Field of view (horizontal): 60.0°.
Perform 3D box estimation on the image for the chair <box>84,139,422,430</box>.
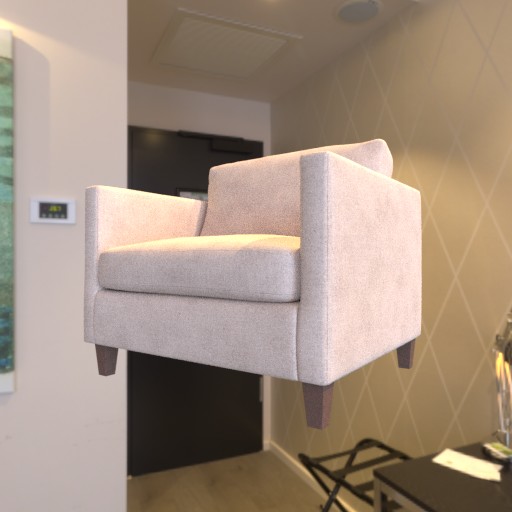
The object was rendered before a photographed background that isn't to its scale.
[{"bbox_3d":[0.000,0.000,1.862,1.133,0.961,0.959,0,0,35],"label":"chair"}]
